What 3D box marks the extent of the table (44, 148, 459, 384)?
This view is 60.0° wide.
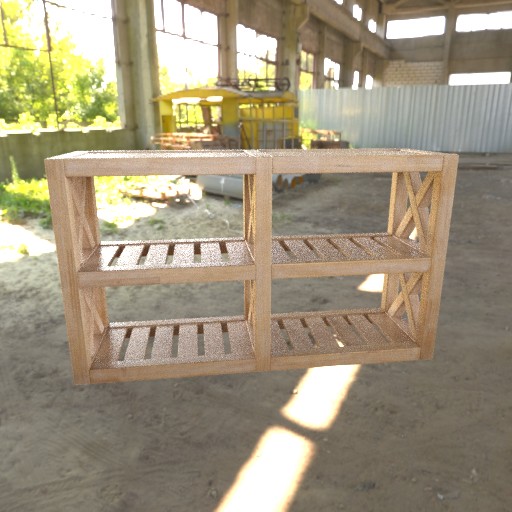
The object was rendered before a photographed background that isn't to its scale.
[{"bbox_3d":[0.000,0.000,1.675,1.320,0.762,0.381,-2,17,-7],"label":"table"}]
